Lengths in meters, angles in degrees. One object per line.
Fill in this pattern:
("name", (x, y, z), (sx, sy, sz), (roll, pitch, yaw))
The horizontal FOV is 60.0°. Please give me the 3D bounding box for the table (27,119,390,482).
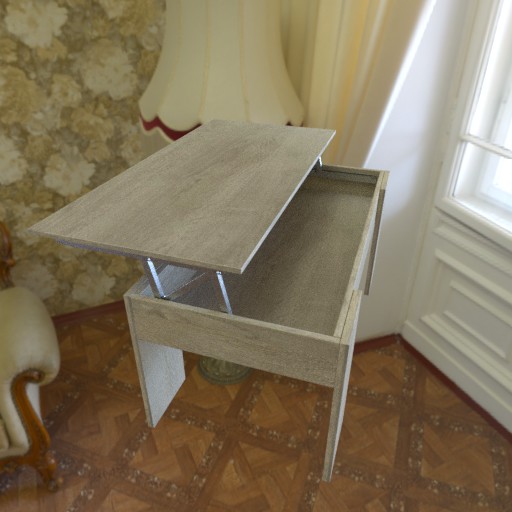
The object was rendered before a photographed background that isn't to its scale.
("table", (0.000, 0.000, 1.416), (0.711, 0.570, 1.000), (10, 33, 16))
